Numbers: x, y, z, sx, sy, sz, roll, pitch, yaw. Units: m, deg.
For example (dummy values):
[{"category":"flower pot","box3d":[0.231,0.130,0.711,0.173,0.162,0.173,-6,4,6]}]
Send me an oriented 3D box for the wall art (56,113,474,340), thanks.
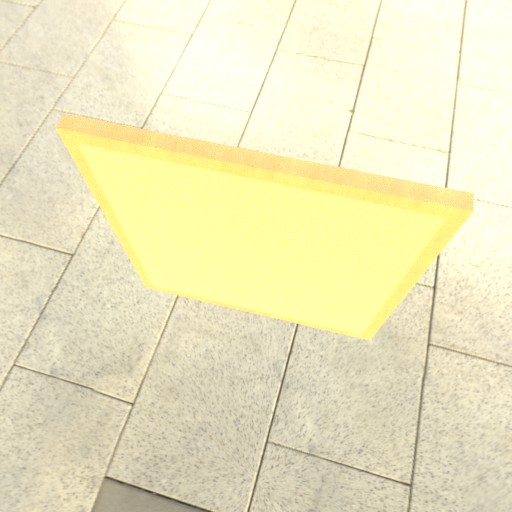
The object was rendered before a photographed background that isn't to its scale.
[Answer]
[{"category":"wall art","box3d":[0.000,0.000,2.879,1.935,1.936,0.097,12,64,6]}]
